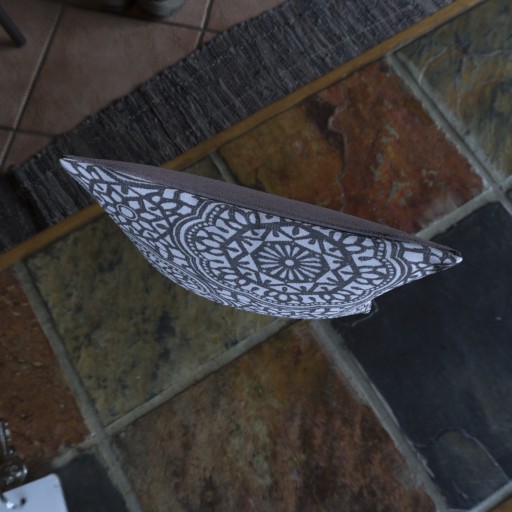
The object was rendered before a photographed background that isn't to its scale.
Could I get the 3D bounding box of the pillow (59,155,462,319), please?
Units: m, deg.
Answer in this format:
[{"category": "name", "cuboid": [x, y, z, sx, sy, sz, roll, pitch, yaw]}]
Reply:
[{"category": "pillow", "cuboid": [0.000, 0.000, 0.651, 0.436, 0.417, 0.148, 14, 76, 4]}]
